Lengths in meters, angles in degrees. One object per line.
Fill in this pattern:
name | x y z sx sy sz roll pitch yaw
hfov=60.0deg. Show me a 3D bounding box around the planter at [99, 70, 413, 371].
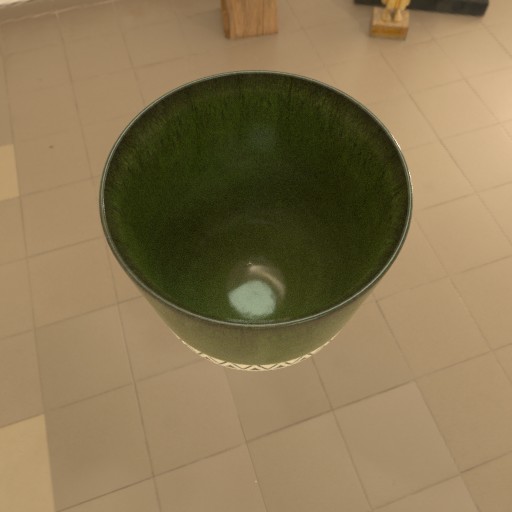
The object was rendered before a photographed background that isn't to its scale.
planter | 0.000 0.000 0.469 0.245 0.270 0.245 0 63 0
